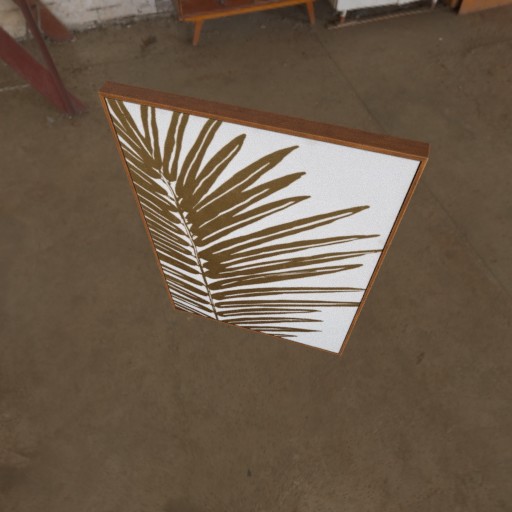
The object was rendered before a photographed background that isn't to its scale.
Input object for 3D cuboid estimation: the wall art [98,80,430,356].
[{"bbox_3d":[0.000,0.000,1.176,0.610,0.914,0.037,14,58,9],"label":"wall art"}]
